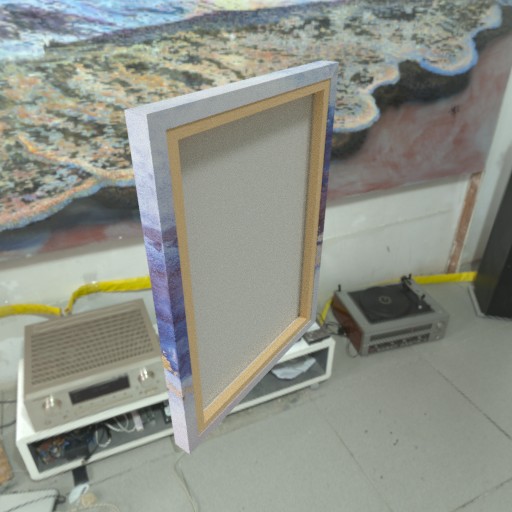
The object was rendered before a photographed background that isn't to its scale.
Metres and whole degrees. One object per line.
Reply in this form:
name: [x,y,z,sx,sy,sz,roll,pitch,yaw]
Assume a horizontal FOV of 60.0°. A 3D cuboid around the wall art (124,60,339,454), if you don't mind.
wall art: [0.000,0.000,0.776,0.036,0.581,0.437,21,38,30]
